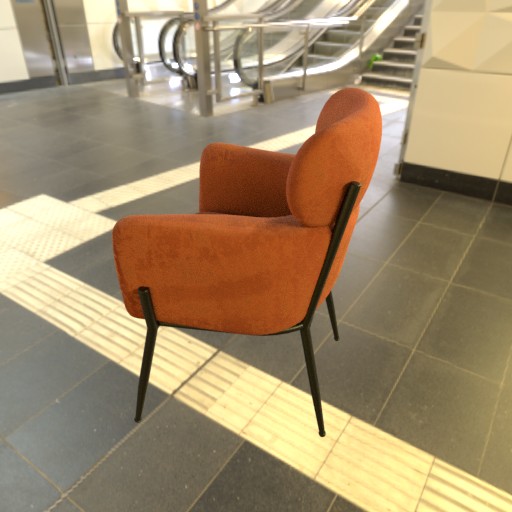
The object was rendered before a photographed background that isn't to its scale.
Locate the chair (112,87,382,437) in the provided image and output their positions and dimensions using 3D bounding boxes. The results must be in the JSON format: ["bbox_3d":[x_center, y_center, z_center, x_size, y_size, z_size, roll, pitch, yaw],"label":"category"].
[{"bbox_3d":[0.000,0.000,1.115,0.523,0.772,0.561,8,32,12],"label":"chair"}]
